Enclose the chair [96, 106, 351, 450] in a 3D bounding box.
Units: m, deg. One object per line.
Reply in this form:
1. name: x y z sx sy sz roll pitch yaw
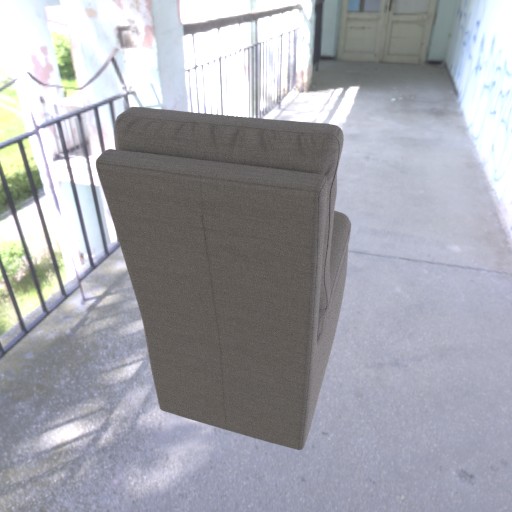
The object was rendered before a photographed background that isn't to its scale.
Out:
1. chair: 0.000 0.000 1.323 0.503 0.927 0.698 10 34 15
